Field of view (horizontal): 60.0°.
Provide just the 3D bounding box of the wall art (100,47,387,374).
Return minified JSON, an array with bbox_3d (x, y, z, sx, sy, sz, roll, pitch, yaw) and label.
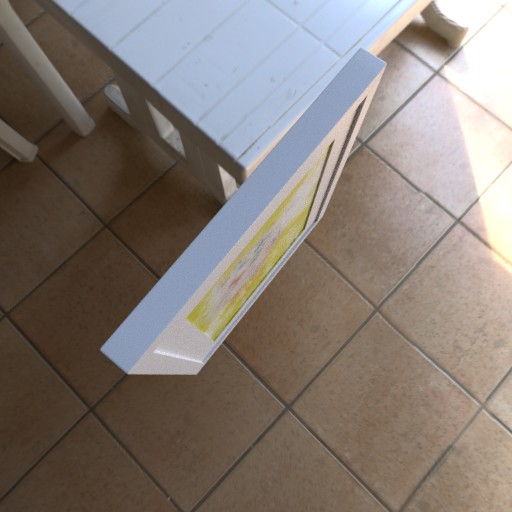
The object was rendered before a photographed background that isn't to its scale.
[{"bbox_3d":[0.000,0.000,0.534,0.028,0.381,0.331,37,78,9],"label":"wall art"}]
